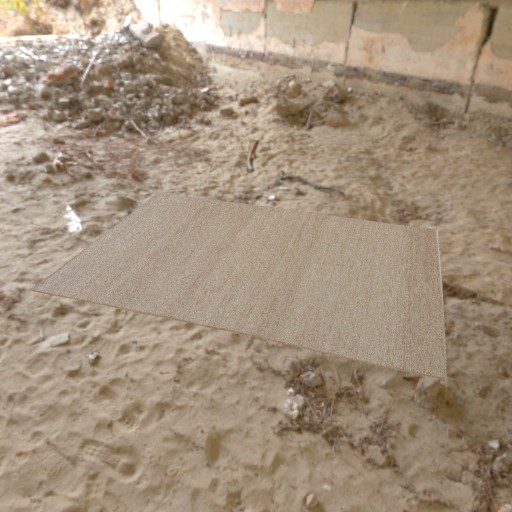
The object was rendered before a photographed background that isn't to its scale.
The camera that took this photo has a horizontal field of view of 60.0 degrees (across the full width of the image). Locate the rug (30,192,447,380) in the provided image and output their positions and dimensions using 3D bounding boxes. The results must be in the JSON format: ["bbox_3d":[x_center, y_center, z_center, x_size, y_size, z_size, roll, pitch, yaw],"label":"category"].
[{"bbox_3d":[0.000,0.000,2.964,2.346,0.029,1.574,9,32,16],"label":"rug"}]
